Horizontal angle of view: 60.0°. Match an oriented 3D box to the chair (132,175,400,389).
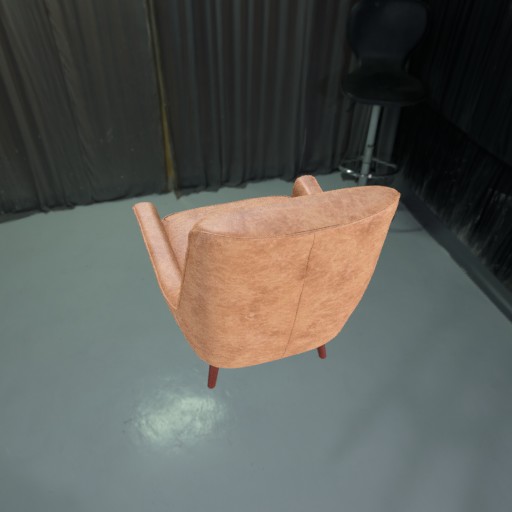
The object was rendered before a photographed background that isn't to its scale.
[{"bbox_3d":[0.000,0.000,1.516,0.753,0.883,0.851,-11,42,-13],"label":"chair"}]
